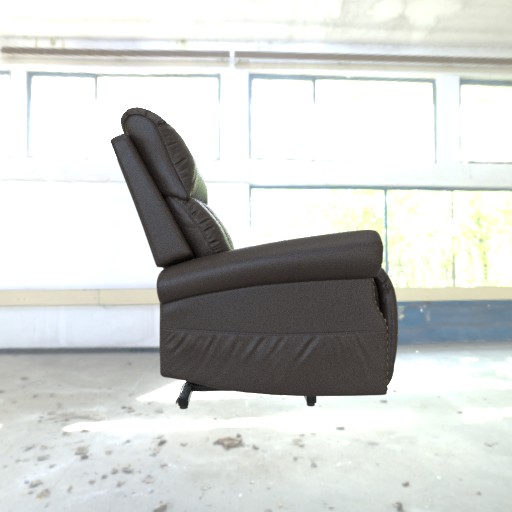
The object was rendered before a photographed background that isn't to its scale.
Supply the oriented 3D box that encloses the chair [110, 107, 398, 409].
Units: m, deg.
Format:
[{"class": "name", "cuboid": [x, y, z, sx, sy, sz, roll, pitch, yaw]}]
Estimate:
[{"class": "chair", "cuboid": [0.000, 0.000, 1.780, 0.978, 1.028, 0.869, 0, -1, -2]}]
